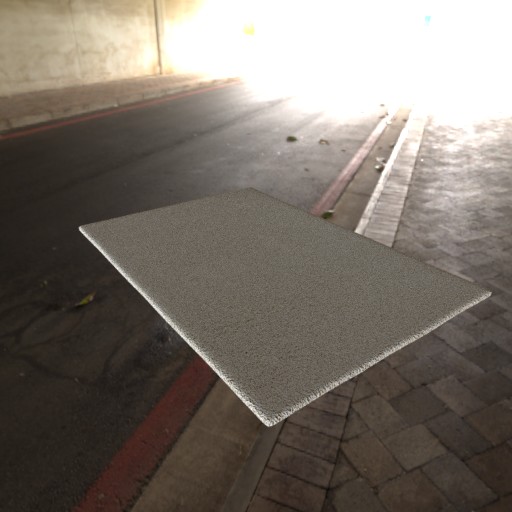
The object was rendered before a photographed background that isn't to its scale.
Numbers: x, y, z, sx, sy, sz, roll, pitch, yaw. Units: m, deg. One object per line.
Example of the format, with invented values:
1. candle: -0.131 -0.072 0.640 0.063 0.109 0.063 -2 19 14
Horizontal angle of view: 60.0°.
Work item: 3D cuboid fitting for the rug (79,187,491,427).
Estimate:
1. rug: 0.000 0.000 2.221 1.219 0.030 1.778 -18 32 -32
